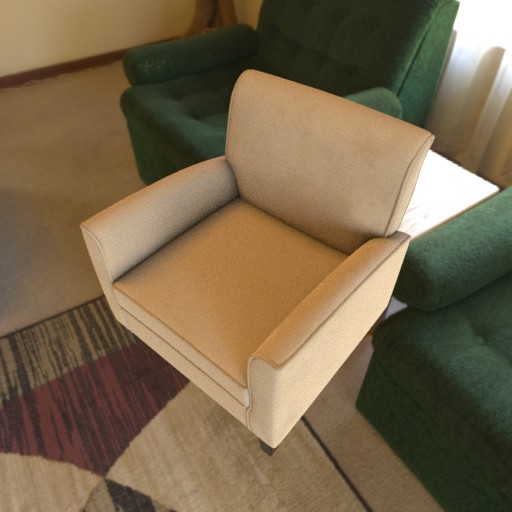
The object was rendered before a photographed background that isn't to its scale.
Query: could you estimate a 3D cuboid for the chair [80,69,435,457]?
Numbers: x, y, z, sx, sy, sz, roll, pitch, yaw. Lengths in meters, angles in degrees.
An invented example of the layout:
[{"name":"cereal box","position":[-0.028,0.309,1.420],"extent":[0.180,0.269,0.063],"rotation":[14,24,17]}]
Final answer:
[{"name":"chair","position":[0.000,0.000,1.573],"extent":[0.820,0.915,0.821],"rotation":[31,53,27]}]
